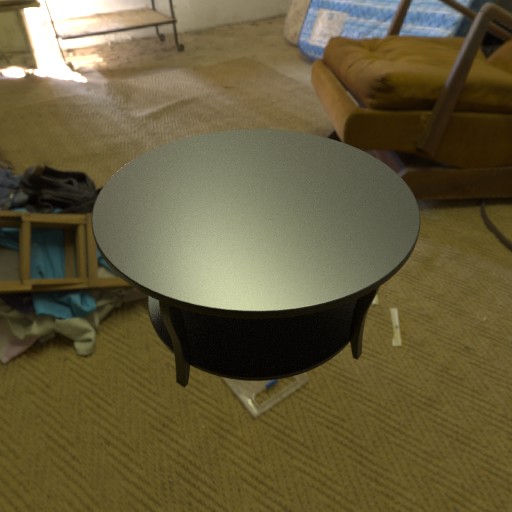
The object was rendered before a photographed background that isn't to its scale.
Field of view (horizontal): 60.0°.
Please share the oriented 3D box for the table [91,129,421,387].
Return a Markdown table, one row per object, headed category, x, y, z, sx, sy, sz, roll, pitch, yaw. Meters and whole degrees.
| category | x | y | z | sx | sy | sz | roll | pitch | yaw |
| --- | --- | --- | --- | --- | --- | --- | --- | --- | --- |
| table | 0.000 | 0.000 | 1.424 | 0.914 | 0.457 | 0.914 | 0 | 40 | 0 |
